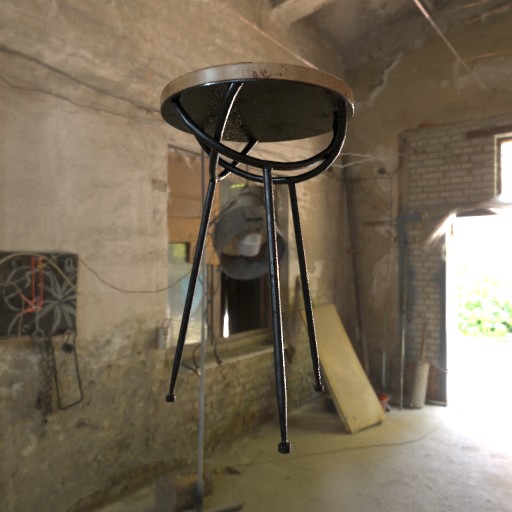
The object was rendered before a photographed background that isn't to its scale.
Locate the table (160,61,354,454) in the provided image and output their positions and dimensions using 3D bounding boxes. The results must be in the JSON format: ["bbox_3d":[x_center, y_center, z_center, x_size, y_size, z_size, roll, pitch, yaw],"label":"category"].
[{"bbox_3d":[0.000,0.000,0.952,0.414,0.664,0.418,0,0,0],"label":"table"}]
